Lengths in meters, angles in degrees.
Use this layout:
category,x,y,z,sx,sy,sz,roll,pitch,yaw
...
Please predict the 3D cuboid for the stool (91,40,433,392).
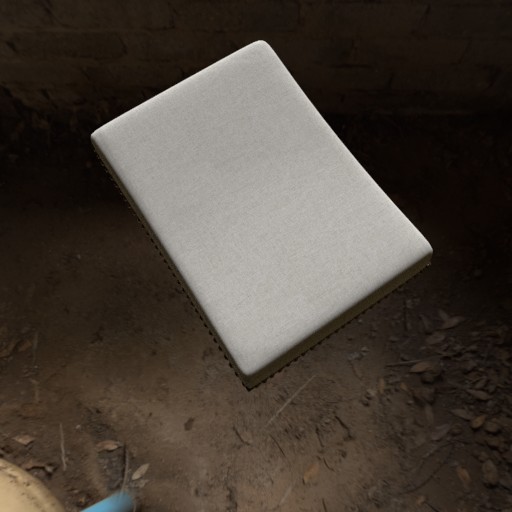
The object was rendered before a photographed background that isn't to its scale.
category,x,y,z,sx,sy,sz,roll,pitch,yaw
stool,0.000,0.000,1.033,0.358,0.759,0.498,-33,77,-9
